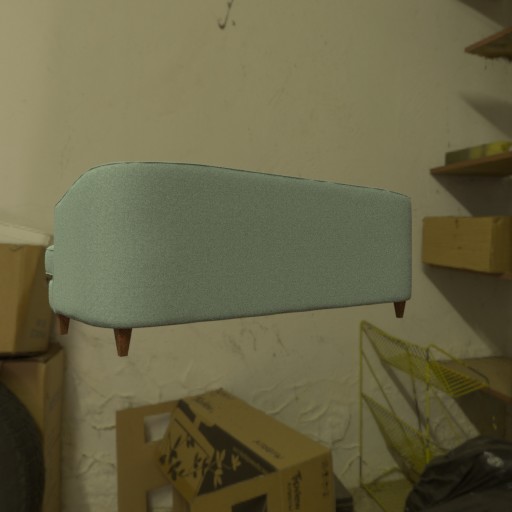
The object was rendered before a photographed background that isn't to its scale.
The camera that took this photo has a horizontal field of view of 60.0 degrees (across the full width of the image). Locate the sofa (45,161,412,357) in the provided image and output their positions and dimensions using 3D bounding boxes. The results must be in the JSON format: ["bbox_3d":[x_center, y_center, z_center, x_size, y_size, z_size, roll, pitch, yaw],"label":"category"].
[{"bbox_3d":[0.000,0.000,2.769,2.278,0.855,0.941,0,0,-36],"label":"sofa"}]
